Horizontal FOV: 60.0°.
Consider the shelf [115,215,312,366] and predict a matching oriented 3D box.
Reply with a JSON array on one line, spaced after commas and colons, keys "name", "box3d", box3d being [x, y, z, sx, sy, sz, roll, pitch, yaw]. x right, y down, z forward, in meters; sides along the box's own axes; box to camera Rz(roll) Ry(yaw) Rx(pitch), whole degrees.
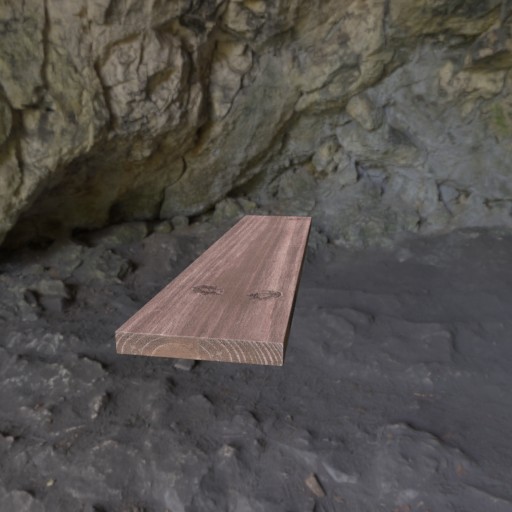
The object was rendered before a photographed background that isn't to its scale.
[{"name": "shelf", "box3d": [0.000, 0.000, 0.650, 0.140, 0.020, 0.610, 2, 15, 9]}]
